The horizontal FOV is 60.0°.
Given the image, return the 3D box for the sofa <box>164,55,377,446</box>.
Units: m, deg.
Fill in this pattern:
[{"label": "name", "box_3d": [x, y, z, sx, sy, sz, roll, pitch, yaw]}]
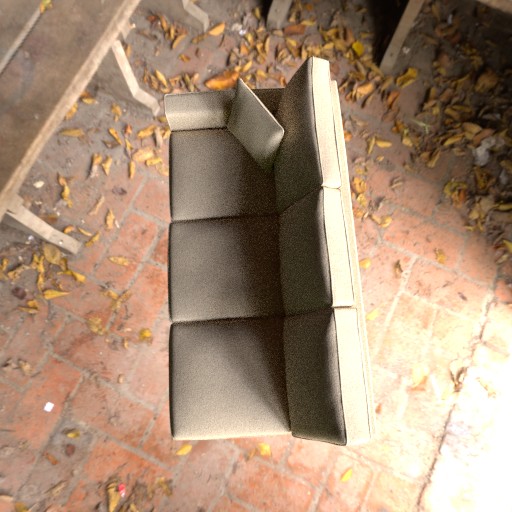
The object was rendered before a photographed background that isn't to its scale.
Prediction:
[{"label": "sofa", "box_3d": [0.000, 0.000, 2.558, 1.034, 0.946, 1.962, -3, 76, -1]}]
